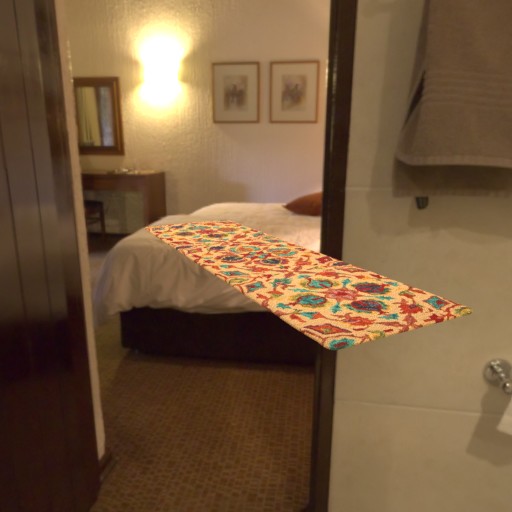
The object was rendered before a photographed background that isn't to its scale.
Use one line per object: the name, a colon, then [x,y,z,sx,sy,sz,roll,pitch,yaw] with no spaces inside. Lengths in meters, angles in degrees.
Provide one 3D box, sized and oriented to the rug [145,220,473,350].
rug: [0.000,0.000,2.500,0.693,0.016,2.273,-8,16,-27]
